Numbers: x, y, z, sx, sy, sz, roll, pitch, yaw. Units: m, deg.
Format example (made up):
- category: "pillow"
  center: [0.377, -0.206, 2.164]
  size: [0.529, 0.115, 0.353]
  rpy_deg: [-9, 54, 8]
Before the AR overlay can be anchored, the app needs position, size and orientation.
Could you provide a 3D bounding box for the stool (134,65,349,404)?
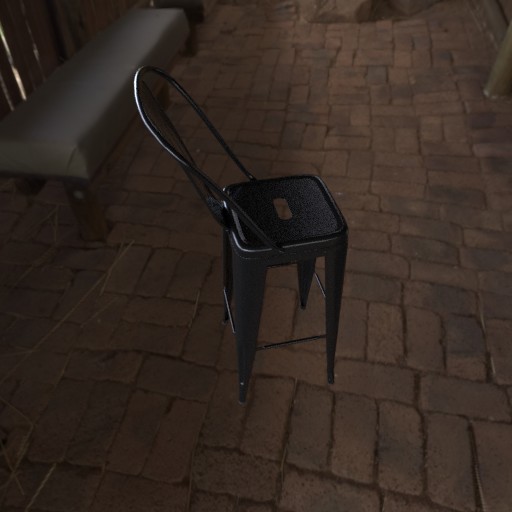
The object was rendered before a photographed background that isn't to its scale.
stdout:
- category: "stool"
  center: [0.000, 0.000, 1.334]
  size: [0.513, 1.096, 0.399]
  rpy_deg: [-9, 46, -9]
